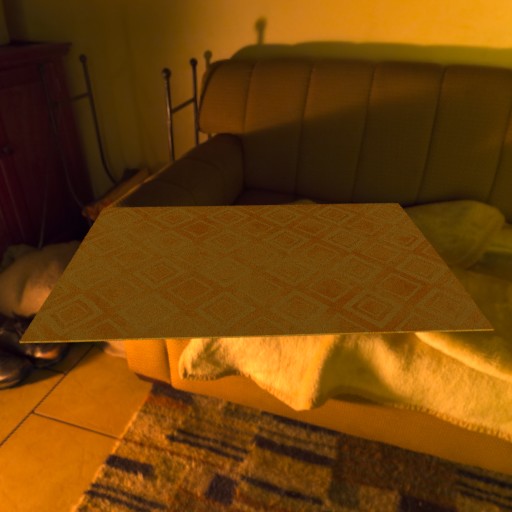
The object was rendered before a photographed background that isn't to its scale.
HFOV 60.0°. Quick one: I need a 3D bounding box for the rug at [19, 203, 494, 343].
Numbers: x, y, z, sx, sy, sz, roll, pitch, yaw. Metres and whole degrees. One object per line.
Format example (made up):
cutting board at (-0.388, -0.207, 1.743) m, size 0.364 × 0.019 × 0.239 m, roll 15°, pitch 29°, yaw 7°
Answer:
rug at (0.000, 0.000, 2.218) m, size 1.829 × 0.010 × 1.213 m, roll -1°, pitch 31°, yaw -2°
